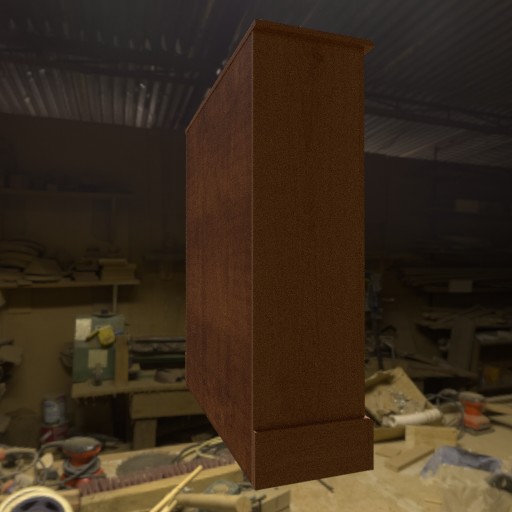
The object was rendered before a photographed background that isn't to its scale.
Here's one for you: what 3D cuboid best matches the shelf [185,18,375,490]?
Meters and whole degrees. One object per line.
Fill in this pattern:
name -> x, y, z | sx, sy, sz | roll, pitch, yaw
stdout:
shelf -> 0.000, 0.000, 1.362 | 0.291, 0.980, 0.840 | 0, -1, -19
